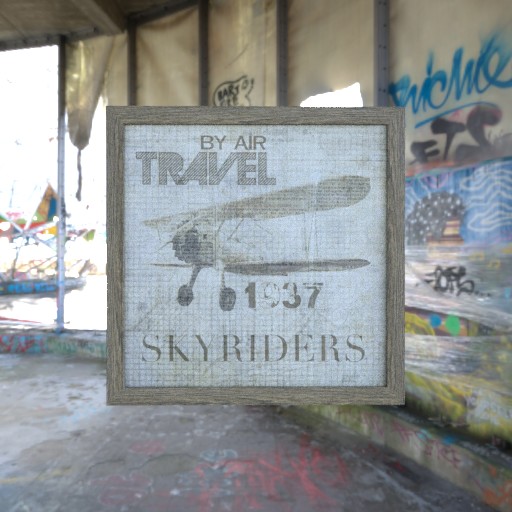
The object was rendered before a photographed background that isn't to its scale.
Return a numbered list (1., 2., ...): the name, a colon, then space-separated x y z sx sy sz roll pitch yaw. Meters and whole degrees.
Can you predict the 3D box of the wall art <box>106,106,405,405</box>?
1. wall art: 0.000 0.000 0.763 0.508 0.508 0.019 0 0 -1
